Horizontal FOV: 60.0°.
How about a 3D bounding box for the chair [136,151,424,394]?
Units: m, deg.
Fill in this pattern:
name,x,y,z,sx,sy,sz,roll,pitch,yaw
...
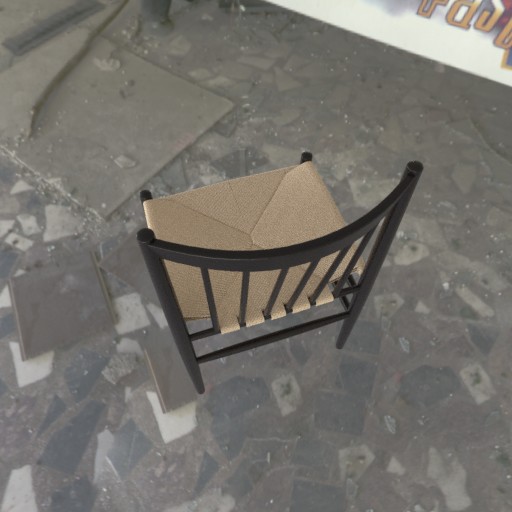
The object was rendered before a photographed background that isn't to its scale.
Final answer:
name,x,y,z,sx,sy,sz,roll,pitch,yaw
chair,0.000,0.000,1.131,0.495,0.818,0.516,-15,58,-10
